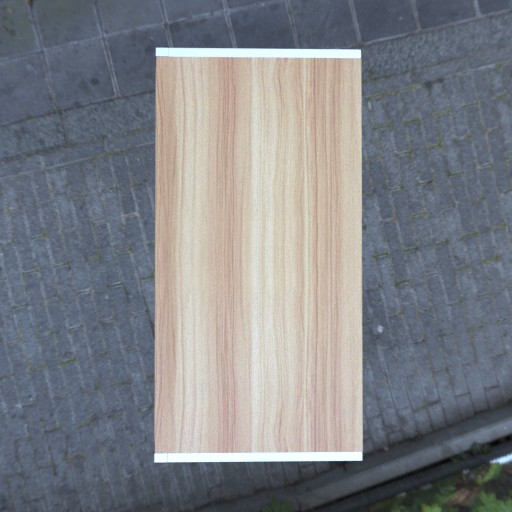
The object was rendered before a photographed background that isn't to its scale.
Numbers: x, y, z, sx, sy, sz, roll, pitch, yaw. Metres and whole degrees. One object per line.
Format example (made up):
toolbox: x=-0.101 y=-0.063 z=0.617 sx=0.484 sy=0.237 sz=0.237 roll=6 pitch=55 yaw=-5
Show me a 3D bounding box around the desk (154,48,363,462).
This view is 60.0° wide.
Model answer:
desk: x=0.000 y=0.000 z=1.466 sx=0.508 sy=0.762 sz=1.016 roll=0 pitch=89 yaw=-1
